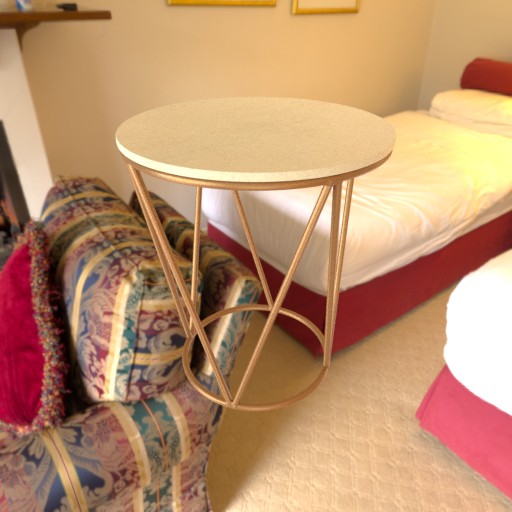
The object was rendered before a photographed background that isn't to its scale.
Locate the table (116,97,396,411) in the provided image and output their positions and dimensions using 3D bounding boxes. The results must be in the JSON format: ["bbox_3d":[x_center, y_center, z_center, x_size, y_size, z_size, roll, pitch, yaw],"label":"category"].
[{"bbox_3d":[0.000,0.000,0.962,0.500,0.564,0.500,0,31,0],"label":"table"}]
